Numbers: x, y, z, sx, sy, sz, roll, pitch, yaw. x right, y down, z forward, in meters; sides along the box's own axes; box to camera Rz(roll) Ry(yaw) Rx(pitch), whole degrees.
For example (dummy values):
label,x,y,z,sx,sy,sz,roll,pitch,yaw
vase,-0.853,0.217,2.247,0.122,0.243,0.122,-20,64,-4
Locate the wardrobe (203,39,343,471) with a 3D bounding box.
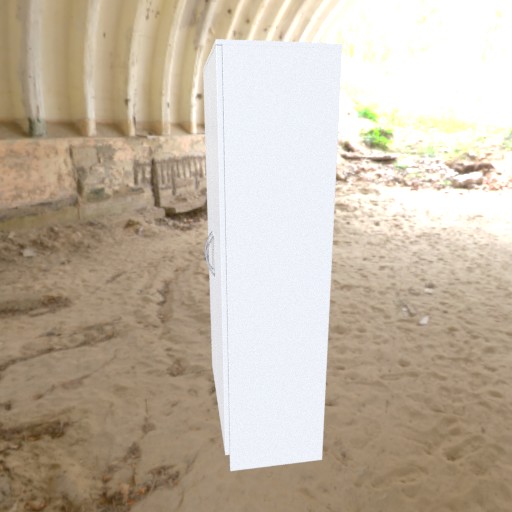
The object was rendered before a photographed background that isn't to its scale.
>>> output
label,x,y,z,sx,sy,sz,roll,pitch,yaw
wardrobe,0.000,0.000,2.066,0.470,1.700,0.760,-3,16,-9
